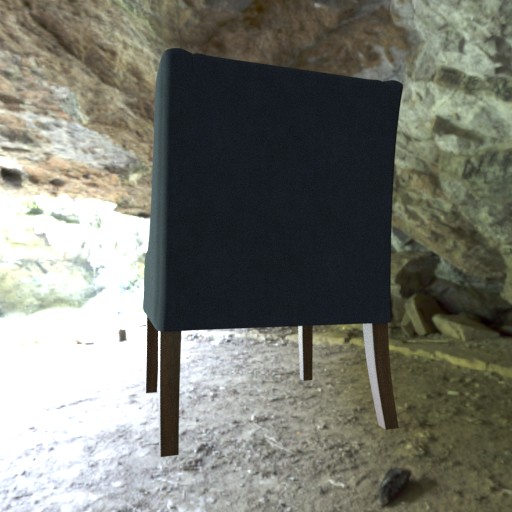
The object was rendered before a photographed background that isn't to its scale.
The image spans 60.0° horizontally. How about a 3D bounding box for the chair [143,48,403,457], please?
[{"bbox_3d":[0.000,0.000,1.324,0.629,0.895,0.629,1,-2,-17],"label":"chair"}]
